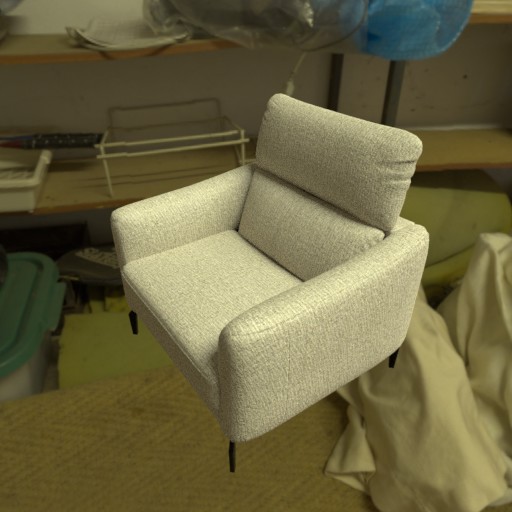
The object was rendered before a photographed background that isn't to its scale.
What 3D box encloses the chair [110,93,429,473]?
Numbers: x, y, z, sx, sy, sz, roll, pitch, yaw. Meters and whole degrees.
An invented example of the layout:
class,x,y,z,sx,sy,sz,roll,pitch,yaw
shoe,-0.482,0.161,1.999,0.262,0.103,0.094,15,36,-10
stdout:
class,x,y,z,sx,sy,sz,roll,pitch,yaw
chair,0.000,0.000,1.668,0.835,0.967,0.972,-21,38,-29
